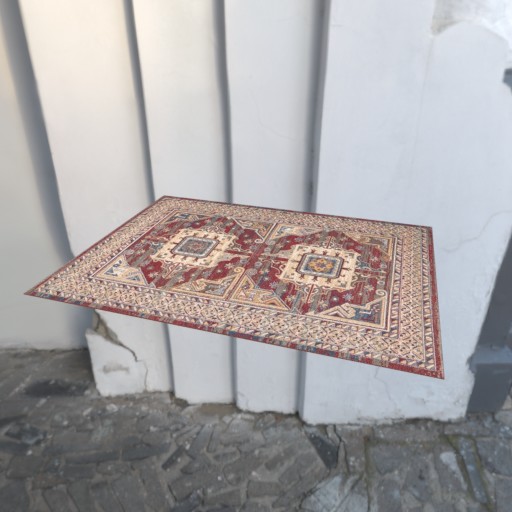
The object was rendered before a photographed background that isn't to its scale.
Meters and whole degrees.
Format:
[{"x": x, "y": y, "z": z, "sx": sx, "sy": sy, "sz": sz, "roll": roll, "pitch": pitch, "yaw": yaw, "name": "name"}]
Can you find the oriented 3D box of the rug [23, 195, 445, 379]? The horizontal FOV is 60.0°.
[{"x": 0.000, "y": 0.000, "z": 4.165, "sx": 3.197, "sy": 0.013, "sz": 2.381, "roll": 8, "pitch": 29, "yaw": 15, "name": "rug"}]
